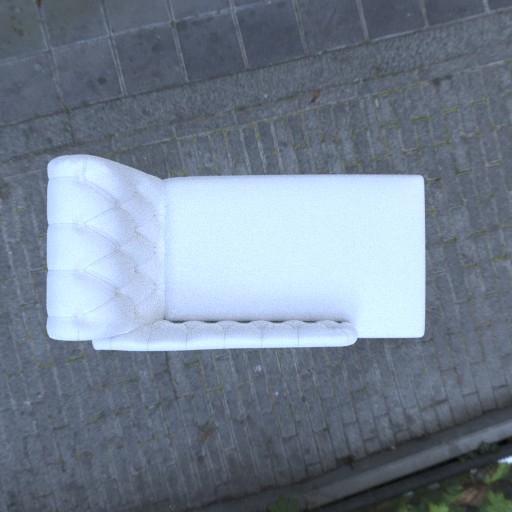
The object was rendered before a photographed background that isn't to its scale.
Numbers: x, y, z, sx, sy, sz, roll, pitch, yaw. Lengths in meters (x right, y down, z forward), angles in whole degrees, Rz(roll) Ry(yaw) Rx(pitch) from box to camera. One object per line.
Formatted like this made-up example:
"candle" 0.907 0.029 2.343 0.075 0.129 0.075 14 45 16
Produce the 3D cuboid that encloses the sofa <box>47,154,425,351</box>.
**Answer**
"sofa" 0.000 0.000 1.781 1.379 0.787 0.675 0 89 0
